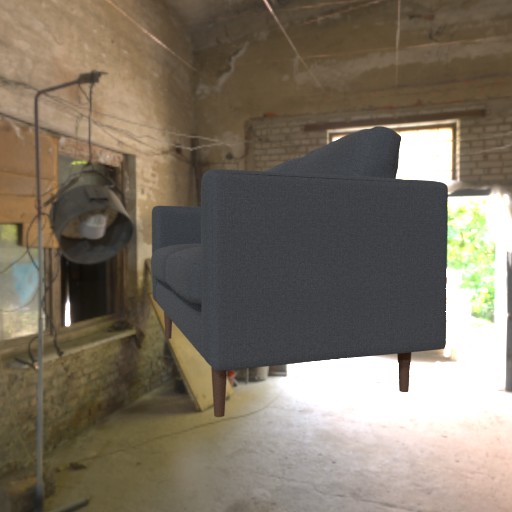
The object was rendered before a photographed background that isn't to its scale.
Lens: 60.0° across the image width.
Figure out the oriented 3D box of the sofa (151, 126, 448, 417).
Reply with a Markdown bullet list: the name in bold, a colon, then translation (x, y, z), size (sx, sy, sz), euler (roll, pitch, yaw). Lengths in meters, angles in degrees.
- **sofa**: translation (0.000, 0.000, 1.922), size (0.796, 0.908, 1.430), euler (-1, 2, -19)
